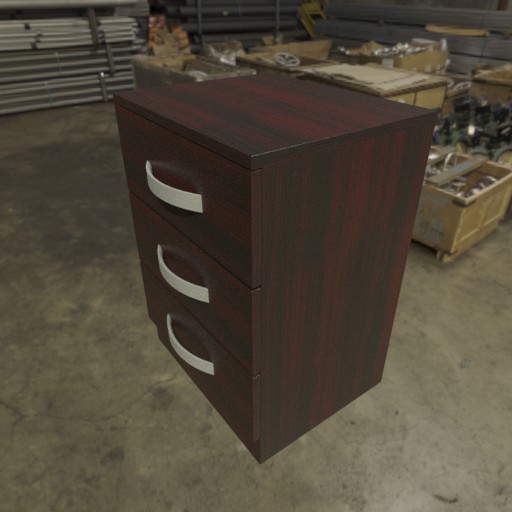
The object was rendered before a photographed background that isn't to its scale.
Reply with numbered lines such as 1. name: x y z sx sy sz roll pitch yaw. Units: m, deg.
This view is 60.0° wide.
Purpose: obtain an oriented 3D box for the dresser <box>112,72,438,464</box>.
1. dresser: 0.000 0.000 0.834 0.360 0.560 0.400 -21 37 -30
